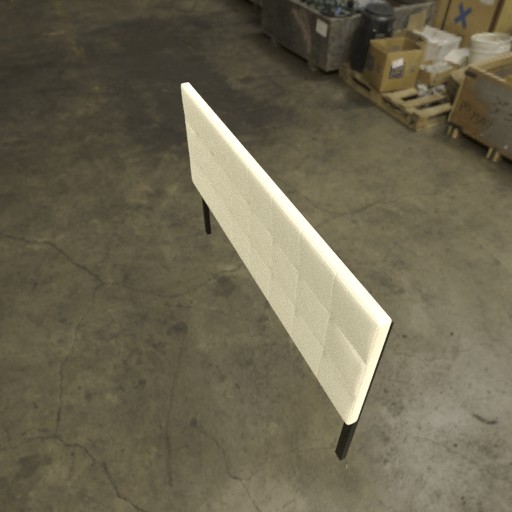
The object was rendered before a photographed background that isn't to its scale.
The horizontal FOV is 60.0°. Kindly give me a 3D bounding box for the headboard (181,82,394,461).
[{"bbox_3d":[0.000,0.000,2.907,0.120,1.410,2.362,-18,47,-18],"label":"headboard"}]
